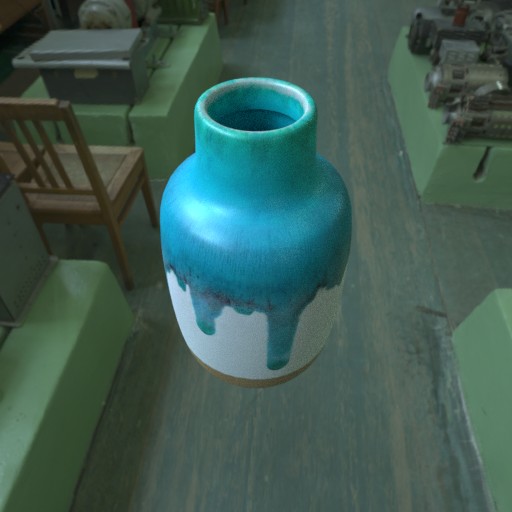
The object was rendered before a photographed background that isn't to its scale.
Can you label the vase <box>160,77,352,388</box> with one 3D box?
[{"bbox_3d":[0.000,0.000,0.260,0.106,0.192,0.106,0,47,0],"label":"vase"}]
